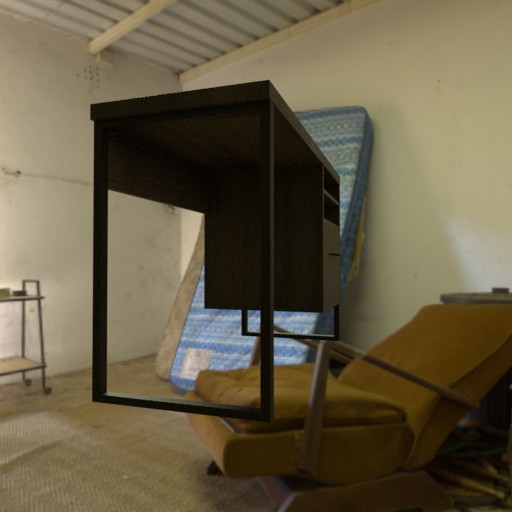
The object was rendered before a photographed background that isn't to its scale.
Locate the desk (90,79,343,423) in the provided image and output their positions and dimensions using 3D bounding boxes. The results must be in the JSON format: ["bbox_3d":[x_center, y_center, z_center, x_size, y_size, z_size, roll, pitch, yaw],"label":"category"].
[{"bbox_3d":[0.000,0.000,1.572,0.511,0.752,1.134,0,-1,18],"label":"desk"}]
